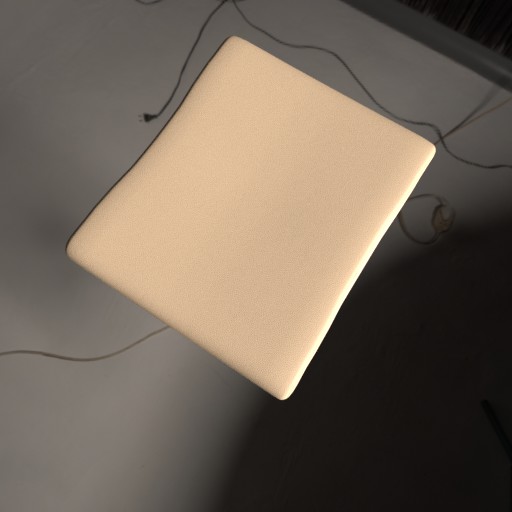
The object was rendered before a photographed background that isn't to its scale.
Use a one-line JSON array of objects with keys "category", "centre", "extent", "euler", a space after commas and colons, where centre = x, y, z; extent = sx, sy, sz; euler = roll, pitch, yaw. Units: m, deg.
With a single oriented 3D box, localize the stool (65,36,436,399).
[{"category": "stool", "centre": [0.000, 0.000, 1.037], "extent": [0.401, 0.762, 0.471], "euler": [32, 78, 8]}]
